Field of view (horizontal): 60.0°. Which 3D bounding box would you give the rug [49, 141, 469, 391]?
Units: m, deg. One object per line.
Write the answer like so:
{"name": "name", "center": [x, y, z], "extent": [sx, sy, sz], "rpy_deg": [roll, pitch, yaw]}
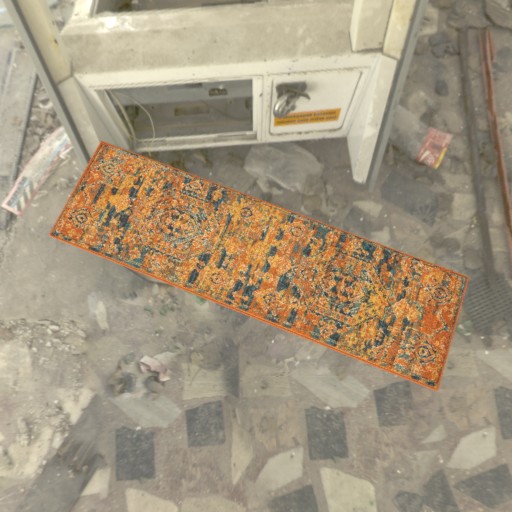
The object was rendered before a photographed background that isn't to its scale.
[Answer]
{"name": "rug", "center": [0.000, 0.000, 2.477], "extent": [2.274, 0.016, 0.651], "rpy_deg": [21, 75, 6]}
